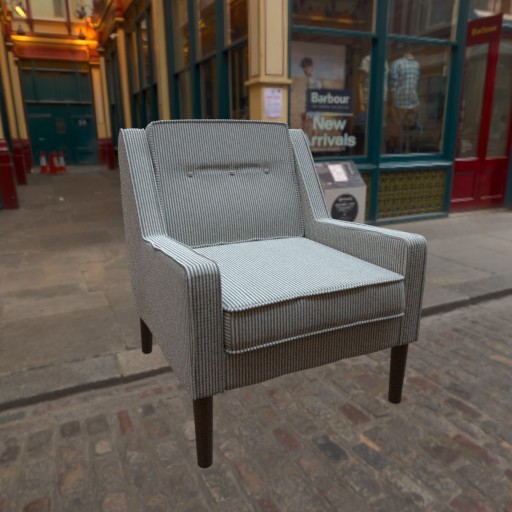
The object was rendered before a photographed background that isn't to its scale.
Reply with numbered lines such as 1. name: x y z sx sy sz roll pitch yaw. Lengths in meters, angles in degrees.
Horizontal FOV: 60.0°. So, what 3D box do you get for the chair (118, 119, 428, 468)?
1. chair: 0.000 0.000 1.327 0.663 0.792 0.743 -7 17 -25
